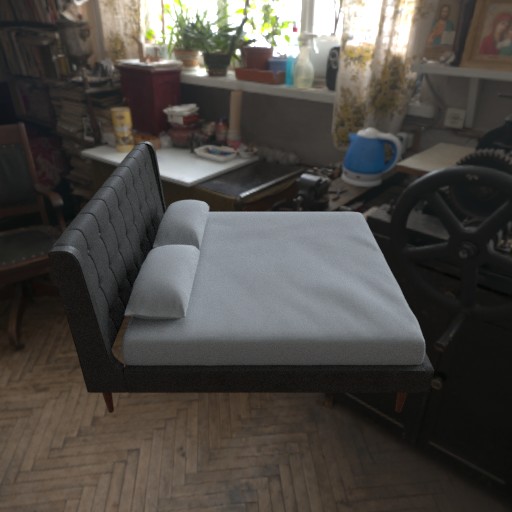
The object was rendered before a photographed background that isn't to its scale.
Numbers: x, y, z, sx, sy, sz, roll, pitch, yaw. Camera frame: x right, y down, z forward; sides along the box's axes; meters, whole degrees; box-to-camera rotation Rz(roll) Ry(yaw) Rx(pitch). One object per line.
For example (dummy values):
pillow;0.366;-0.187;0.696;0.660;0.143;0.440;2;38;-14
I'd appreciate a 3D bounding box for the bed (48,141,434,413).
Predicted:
bed;0.000;0.000;3.232;2.031;1.158;1.903;0;30;0
